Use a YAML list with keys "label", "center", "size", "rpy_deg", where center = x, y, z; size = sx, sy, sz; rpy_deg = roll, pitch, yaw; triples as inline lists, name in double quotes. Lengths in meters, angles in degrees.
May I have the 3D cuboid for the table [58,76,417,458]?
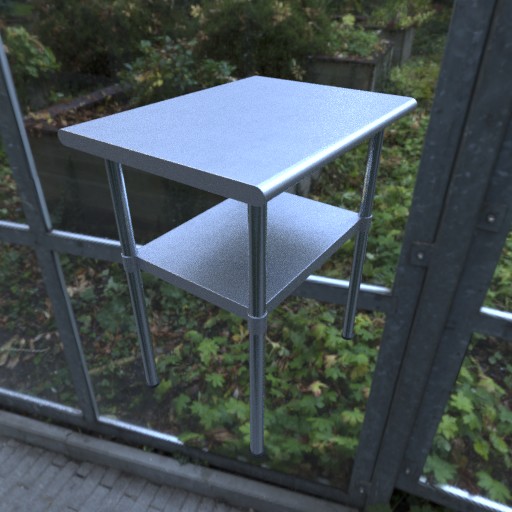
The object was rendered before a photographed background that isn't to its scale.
- label: "table"
  center: [0.000, 0.000, 1.370]
  size: [0.584, 0.876, 0.762]
  rpy_deg: [21, 38, 29]
